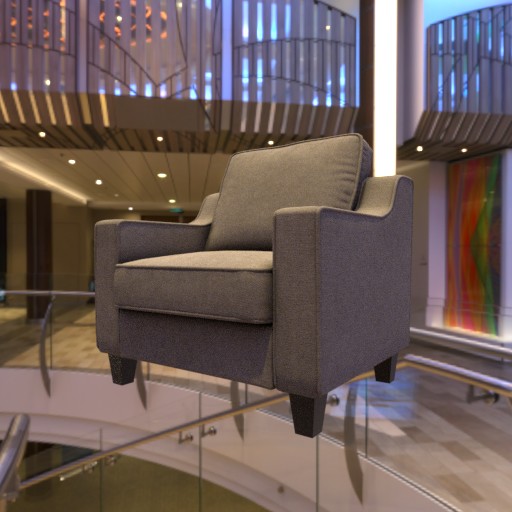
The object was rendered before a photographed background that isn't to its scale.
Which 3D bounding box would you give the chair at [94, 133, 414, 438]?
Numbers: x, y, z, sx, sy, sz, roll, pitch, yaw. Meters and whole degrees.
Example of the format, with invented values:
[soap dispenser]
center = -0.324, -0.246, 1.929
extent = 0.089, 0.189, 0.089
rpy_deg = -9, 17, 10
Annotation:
[chair]
center = 0.000, 0.000, 1.664
extent = 0.926, 0.944, 0.840
rpy_deg = 0, 1, 36
